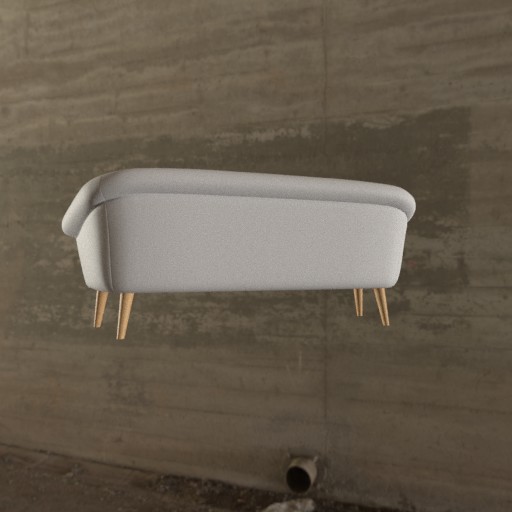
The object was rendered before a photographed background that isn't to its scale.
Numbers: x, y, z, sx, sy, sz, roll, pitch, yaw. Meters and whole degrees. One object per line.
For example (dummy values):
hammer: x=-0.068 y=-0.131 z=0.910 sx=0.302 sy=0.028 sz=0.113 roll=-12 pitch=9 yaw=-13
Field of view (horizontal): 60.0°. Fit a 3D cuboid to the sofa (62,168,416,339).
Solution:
sofa: x=0.000 y=0.000 z=2.607 sx=2.160 sy=0.795 sz=0.827 roll=0 pitch=-1 yaw=-19
